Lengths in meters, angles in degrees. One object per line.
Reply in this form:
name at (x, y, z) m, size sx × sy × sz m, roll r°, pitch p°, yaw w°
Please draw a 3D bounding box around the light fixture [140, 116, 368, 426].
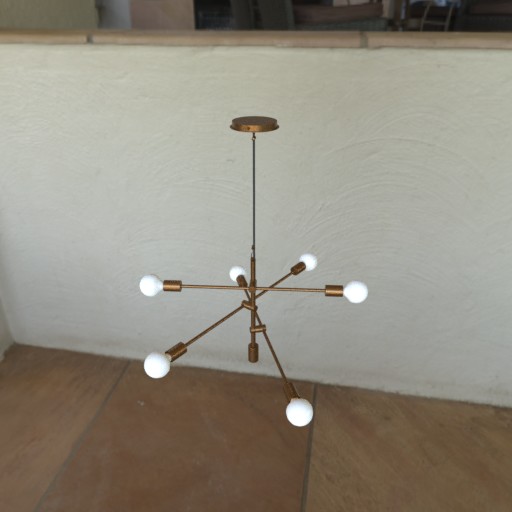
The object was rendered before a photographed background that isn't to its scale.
light fixture at (0.000, 0.000, 1.254) m, size 0.637 × 0.744 × 0.682 m, roll 7°, pitch 29°, yaw 12°
